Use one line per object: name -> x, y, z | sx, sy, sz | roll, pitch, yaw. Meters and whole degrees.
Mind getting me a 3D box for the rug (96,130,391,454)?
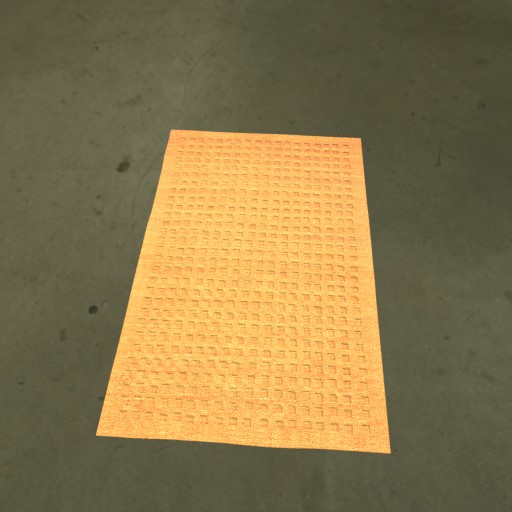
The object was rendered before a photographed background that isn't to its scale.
rug -> 0.000, 0.000, 2.186 | 1.143, 0.006, 1.747 | 3, 57, 2
